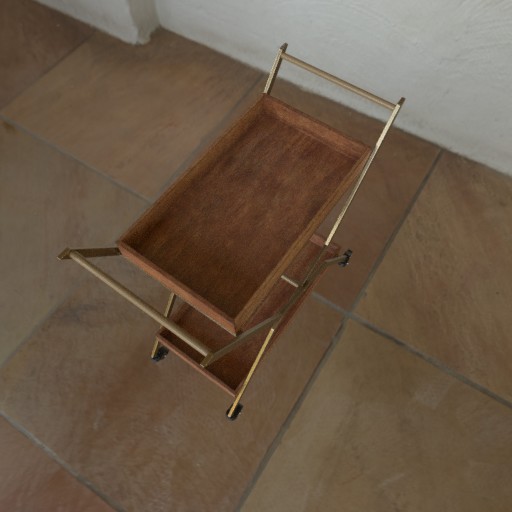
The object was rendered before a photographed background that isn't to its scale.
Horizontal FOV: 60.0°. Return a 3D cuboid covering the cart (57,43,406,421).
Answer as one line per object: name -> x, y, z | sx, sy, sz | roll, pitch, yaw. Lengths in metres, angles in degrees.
cart -> 0.000, 0.000, 1.370 | 0.405, 0.869, 0.836 | 32, 67, 16
